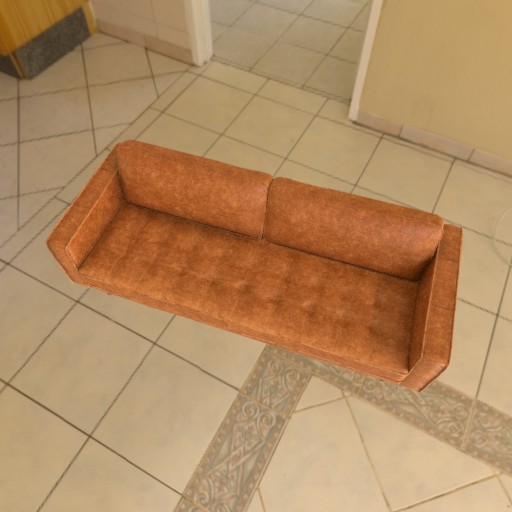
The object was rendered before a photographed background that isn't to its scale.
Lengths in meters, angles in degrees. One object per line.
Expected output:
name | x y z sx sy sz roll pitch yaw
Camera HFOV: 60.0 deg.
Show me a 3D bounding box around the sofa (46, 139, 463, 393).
sofa | 0.000 0.000 2.608 2.199 0.779 0.886 16 58 10
